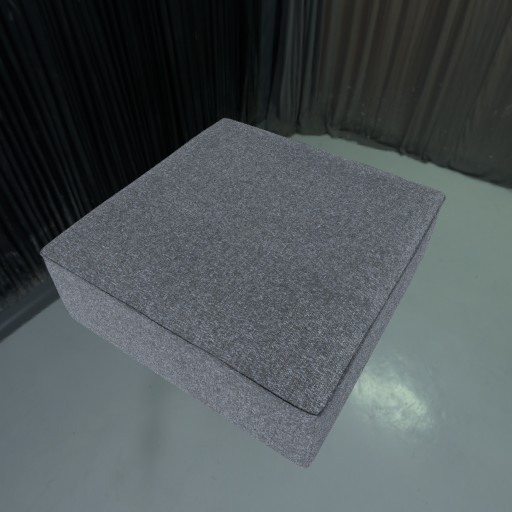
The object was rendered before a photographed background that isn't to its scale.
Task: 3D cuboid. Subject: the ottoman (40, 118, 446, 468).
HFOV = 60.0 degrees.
[{"bbox_3d":[0.000,0.000,1.614,1.017,0.423,1.021,26,51,23],"label":"ottoman"}]
